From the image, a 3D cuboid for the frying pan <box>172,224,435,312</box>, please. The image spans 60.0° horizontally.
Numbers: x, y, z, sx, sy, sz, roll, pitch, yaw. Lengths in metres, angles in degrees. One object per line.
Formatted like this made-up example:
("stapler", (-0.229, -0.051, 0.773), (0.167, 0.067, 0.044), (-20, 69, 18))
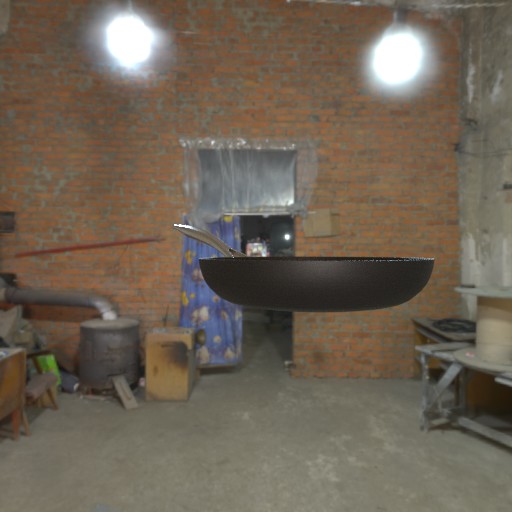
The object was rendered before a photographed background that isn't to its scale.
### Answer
("frying pan", (0.000, 0.000, 0.588), (0.255, 0.105, 0.472), (-1, 1, -36))
